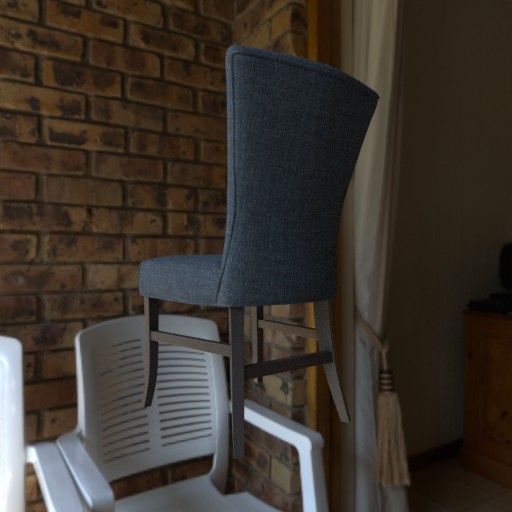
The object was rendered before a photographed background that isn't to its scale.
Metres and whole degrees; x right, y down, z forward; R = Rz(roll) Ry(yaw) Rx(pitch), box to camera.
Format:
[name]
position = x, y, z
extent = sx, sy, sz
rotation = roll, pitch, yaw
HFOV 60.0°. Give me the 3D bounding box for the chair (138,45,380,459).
[chair]
position = 0.000, 0.000, 1.364
extent = 0.520, 0.991, 0.660
rotation = 0, 0, -37
